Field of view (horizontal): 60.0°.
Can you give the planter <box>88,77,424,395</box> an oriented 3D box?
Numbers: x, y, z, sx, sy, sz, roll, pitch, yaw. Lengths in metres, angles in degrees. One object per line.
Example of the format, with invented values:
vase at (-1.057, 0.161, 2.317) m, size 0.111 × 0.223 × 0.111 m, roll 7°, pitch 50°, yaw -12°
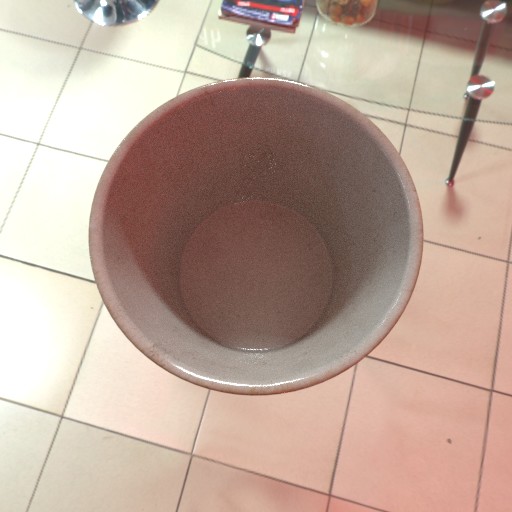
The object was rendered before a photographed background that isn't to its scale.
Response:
planter at (0.000, 0.000, 0.218) m, size 0.126 × 0.104 × 0.126 m, roll 0°, pitch 75°, yaw 0°
